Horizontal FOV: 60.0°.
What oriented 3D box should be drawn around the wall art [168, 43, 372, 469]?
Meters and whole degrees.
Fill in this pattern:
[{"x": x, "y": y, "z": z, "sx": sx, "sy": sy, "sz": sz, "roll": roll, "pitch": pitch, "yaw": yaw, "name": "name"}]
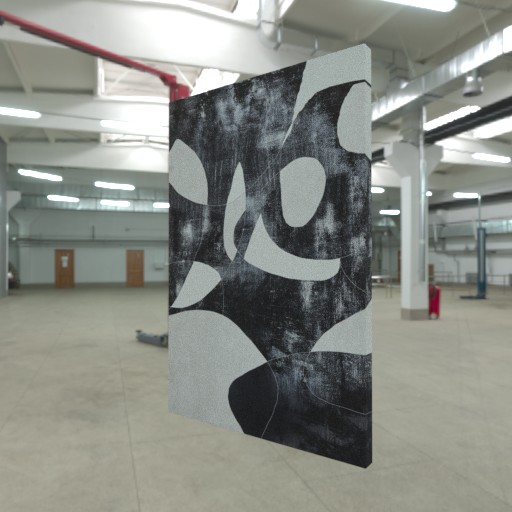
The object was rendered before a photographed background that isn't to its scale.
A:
[{"x": 0.000, "y": 0.000, "z": 1.147, "sx": 0.610, "sy": 0.915, "sz": 0.041, "roll": 0, "pitch": -1, "yaw": 36, "name": "wall art"}]
